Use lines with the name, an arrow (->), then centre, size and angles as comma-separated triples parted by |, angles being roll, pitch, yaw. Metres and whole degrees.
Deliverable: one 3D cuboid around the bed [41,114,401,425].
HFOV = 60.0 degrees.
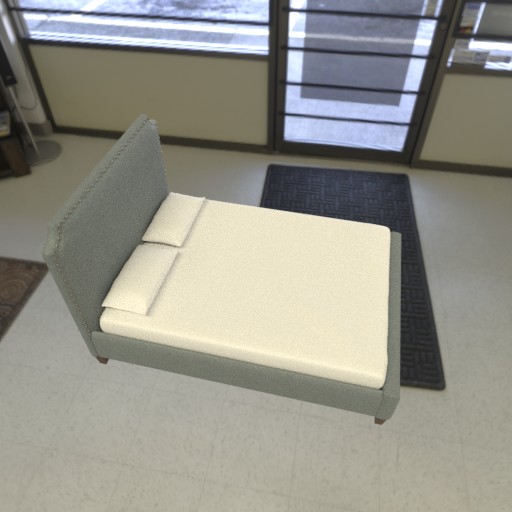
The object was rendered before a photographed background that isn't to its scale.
bed -> 0.000, 0.000, 3.522 | 2.372, 1.443, 1.712 | 10, 46, 9
